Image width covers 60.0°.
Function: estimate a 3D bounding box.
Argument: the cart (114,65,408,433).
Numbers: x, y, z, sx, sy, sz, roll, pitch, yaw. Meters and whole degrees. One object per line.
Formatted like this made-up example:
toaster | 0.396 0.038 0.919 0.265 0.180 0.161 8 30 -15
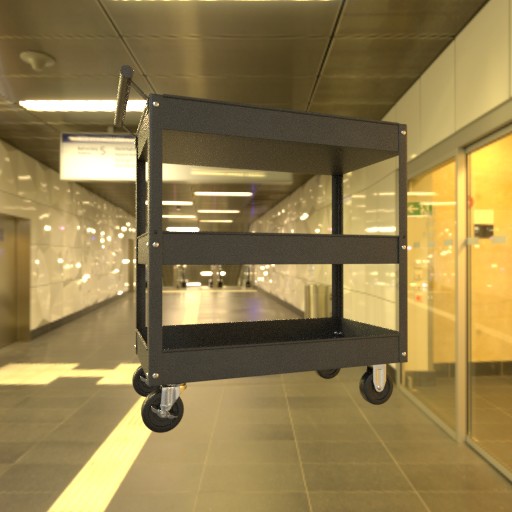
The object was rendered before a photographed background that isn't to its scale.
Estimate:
cart | 0.000 0.000 1.194 0.719 0.780 0.366 0 0 -20
